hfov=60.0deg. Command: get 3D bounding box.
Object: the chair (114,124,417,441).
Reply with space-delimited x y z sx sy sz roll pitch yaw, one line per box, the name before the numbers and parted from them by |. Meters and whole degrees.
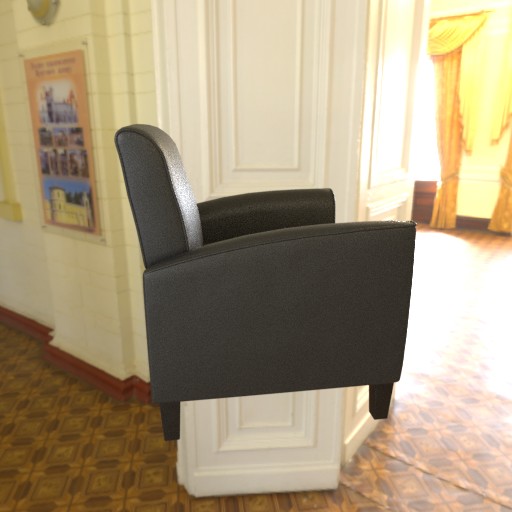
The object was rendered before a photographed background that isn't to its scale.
chair | 0.000 0.000 1.608 0.819 0.916 0.820 -2 16 -8
